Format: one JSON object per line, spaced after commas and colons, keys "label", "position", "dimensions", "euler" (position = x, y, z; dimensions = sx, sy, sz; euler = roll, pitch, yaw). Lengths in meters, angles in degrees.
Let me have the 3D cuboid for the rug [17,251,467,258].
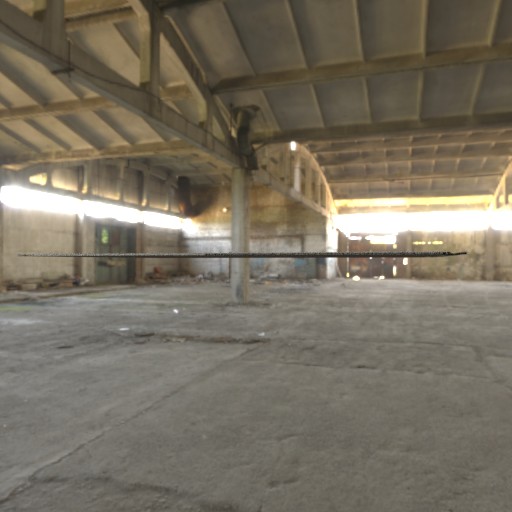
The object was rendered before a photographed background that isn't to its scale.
{"label": "rug", "position": [0.000, 0.000, 2.895], "dimensions": [2.312, 0.013, 1.600], "euler": [0, -1, 18]}
